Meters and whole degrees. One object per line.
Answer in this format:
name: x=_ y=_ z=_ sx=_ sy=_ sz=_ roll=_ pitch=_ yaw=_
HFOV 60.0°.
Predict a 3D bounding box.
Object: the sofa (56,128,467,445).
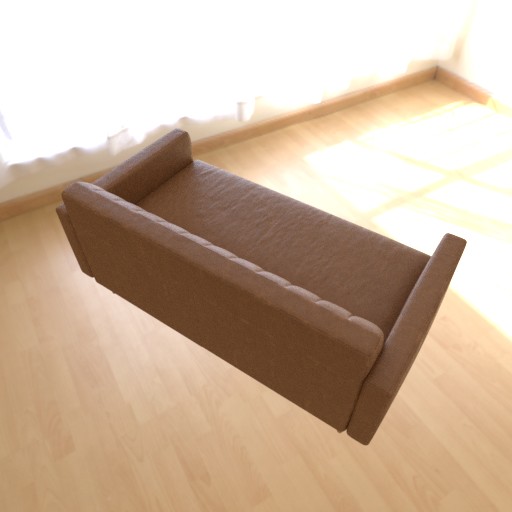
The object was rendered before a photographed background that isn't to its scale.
sofa: x=0.000 y=0.000 z=2.360 sx=1.847 sy=0.821 sz=0.993 roll=26 pitch=52 yaw=23
